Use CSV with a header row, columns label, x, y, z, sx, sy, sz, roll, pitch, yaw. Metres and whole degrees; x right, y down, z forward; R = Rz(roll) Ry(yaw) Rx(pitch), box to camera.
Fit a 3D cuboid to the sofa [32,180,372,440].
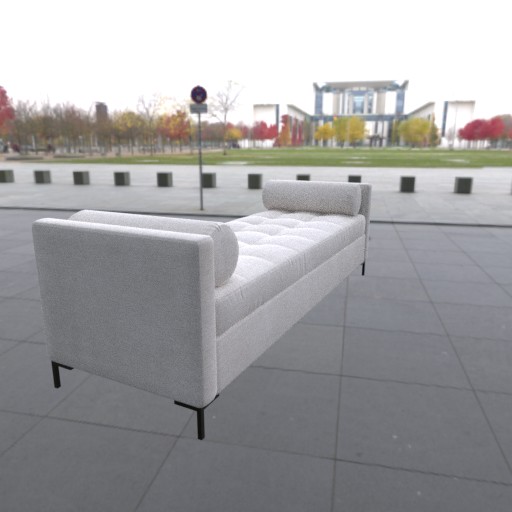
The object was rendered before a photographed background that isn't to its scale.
label,x,y,z,sx,sy,sz,roll,pitch,yaw
sofa,0.000,0.000,2.253,0.686,0.635,1.981,7,16,27
